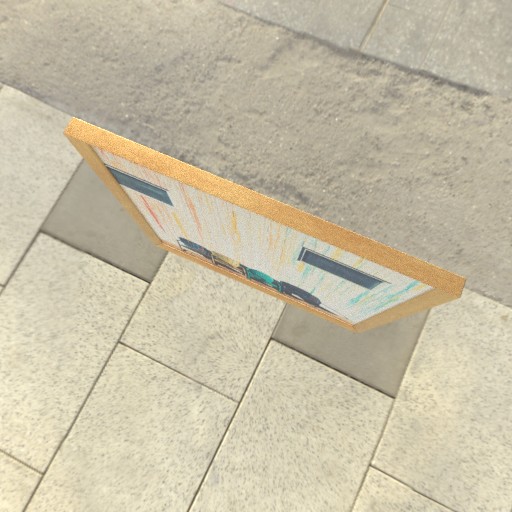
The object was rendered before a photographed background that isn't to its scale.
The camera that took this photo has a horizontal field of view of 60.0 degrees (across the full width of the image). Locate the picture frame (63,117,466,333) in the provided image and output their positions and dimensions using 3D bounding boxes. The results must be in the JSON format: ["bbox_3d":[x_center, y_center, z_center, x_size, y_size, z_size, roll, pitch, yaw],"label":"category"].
[{"bbox_3d":[0.000,0.000,1.147,0.758,0.761,0.037,23,77,6],"label":"picture frame"}]
